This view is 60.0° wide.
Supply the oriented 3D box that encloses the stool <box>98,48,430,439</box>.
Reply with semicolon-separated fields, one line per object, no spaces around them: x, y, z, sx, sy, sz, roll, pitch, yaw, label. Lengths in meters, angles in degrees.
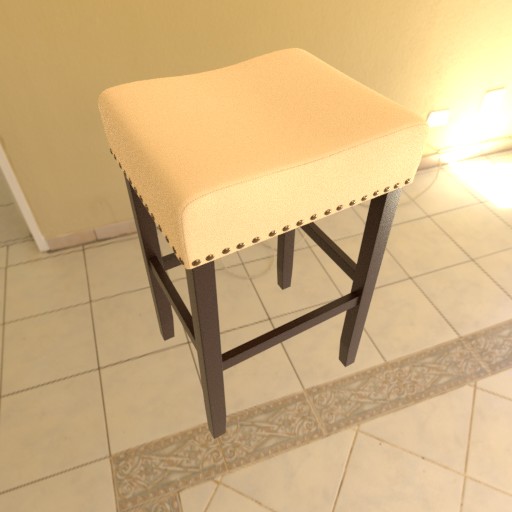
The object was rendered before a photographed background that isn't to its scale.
0.000;0.000;1.043;0.471;0.762;0.401;-22;48;-21;stool
